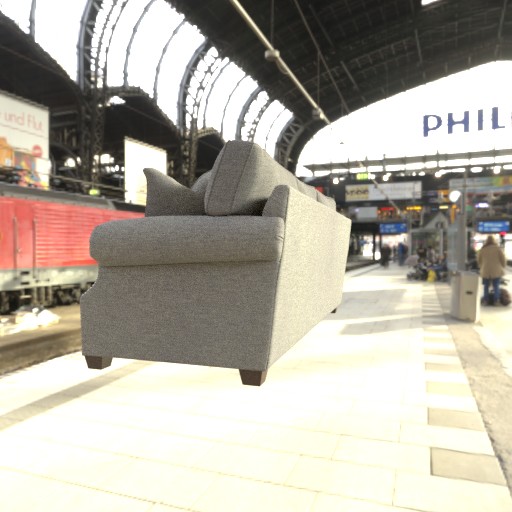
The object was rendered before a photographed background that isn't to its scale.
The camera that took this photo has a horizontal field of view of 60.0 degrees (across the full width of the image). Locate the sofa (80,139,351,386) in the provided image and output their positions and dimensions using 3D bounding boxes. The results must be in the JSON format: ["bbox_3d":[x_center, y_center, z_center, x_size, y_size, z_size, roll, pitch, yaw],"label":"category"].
[{"bbox_3d":[0.000,0.000,2.822,0.965,0.975,2.312,0,1,18],"label":"sofa"}]
